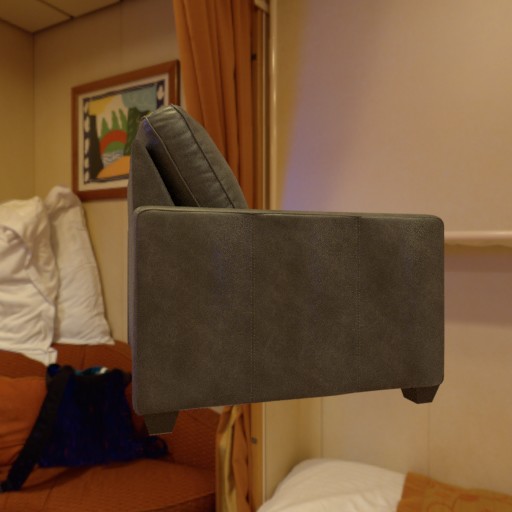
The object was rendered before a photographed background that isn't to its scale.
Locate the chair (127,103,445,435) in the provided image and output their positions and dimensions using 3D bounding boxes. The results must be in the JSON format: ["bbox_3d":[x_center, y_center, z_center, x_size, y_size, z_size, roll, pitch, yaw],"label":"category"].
[{"bbox_3d":[0.000,0.000,1.703,0.939,0.916,1.006,0,0,-17],"label":"chair"}]
